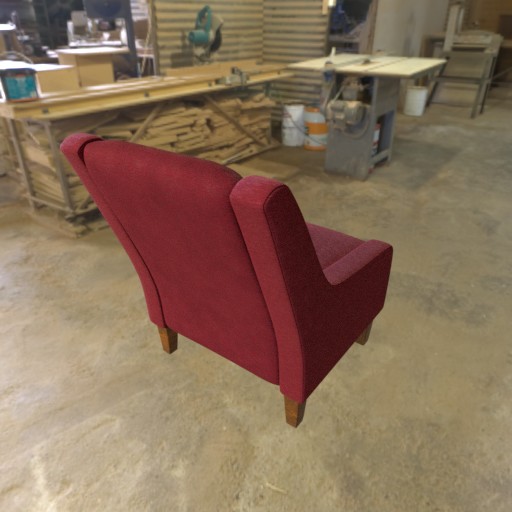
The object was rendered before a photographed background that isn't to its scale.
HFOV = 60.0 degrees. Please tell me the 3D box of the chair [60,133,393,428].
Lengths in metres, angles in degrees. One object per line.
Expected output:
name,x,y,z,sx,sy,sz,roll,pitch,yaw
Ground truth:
chair,0.000,0.000,1.722,0.793,1.017,0.985,20,35,32
